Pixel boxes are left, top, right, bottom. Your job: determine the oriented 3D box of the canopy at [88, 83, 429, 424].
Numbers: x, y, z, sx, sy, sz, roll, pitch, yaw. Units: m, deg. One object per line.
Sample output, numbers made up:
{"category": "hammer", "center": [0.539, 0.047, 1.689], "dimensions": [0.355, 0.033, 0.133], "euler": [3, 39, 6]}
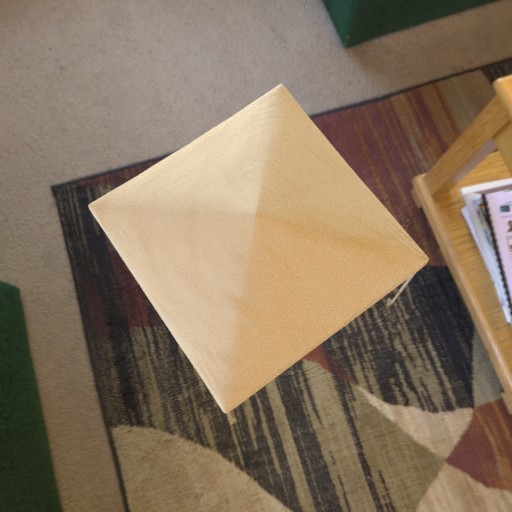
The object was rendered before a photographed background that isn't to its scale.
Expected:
{"category": "canopy", "center": [0.000, 0.000, 6.462], "dimensions": [3.599, 3.600, 3.600], "euler": [-35, 78, -8]}
